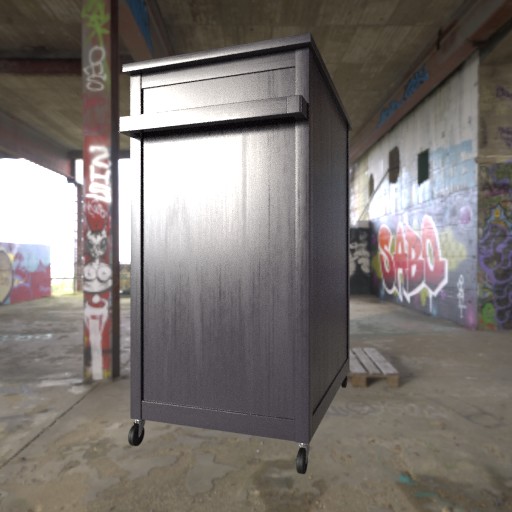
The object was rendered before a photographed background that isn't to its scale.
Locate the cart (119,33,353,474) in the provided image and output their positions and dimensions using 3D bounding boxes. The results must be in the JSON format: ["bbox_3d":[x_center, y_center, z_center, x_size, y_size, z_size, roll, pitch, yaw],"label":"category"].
[{"bbox_3d":[0.000,0.000,1.242,0.449,0.878,0.690,0,0,19],"label":"cart"}]
